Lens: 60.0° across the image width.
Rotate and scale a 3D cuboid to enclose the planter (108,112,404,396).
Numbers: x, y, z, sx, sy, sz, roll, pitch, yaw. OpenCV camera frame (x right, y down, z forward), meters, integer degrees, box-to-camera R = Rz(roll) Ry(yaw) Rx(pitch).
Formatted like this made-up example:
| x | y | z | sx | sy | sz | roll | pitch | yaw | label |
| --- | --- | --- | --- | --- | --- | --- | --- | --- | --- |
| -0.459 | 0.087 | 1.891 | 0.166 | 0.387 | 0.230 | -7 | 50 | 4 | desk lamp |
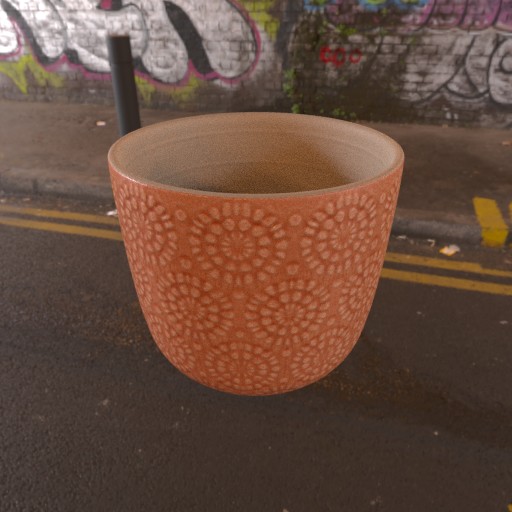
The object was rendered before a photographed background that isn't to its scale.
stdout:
| x | y | z | sx | sy | sz | roll | pitch | yaw | label |
| --- | --- | --- | --- | --- | --- | --- | --- | --- | --- |
| 0.000 | 0.000 | 0.369 | 0.208 | 0.190 | 0.208 | 0 | 30 | 0 | planter |
